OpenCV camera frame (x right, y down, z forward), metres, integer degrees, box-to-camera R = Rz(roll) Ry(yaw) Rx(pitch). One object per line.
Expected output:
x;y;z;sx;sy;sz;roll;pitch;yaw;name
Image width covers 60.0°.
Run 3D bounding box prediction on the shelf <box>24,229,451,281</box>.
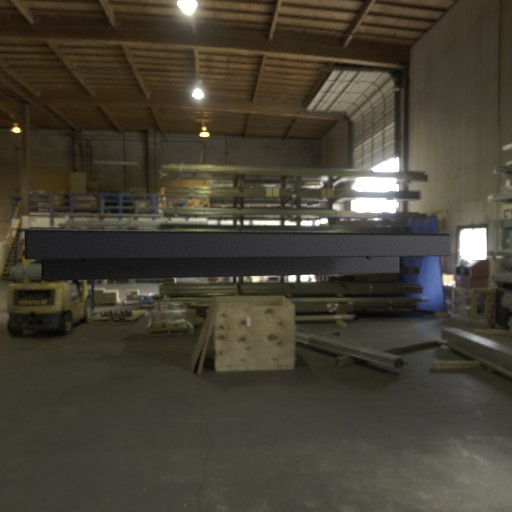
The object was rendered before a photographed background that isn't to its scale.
0.000;0.000;0.503;0.456;0.053;0.102;0;1;-18;shelf
